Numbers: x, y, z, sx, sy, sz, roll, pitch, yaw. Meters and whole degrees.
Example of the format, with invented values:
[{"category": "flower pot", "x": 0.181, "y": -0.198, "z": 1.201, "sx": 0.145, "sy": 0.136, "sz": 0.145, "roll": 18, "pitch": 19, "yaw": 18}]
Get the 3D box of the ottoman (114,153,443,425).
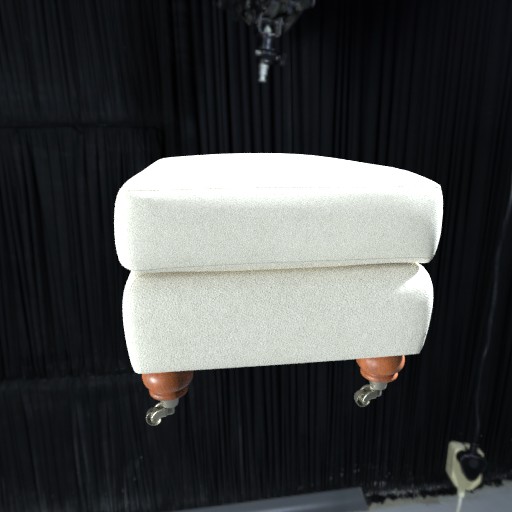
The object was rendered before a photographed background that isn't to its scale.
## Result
[{"category": "ottoman", "x": 0.000, "y": 0.000, "z": 1.117, "sx": 0.569, "sy": 0.499, "sz": 0.773, "roll": -2, "pitch": 15, "yaw": -8}]
